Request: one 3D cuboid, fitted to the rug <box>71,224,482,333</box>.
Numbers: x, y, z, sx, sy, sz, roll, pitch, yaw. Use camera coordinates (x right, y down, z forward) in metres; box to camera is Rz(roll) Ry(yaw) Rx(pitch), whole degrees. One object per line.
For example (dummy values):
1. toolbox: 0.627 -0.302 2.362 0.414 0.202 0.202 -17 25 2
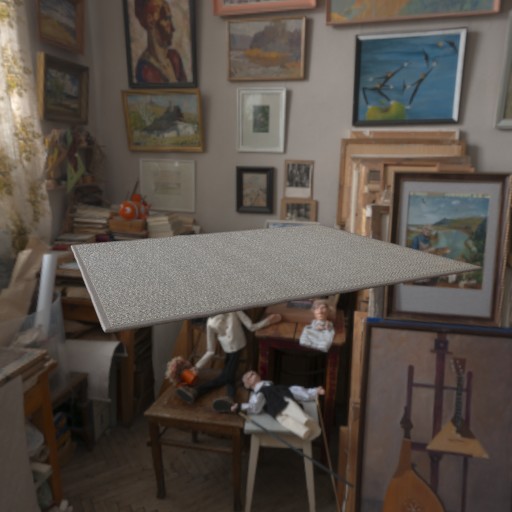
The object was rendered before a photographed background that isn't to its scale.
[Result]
1. rug: 0.000 0.000 4.089 3.007 0.032 2.434 -7 15 -25
